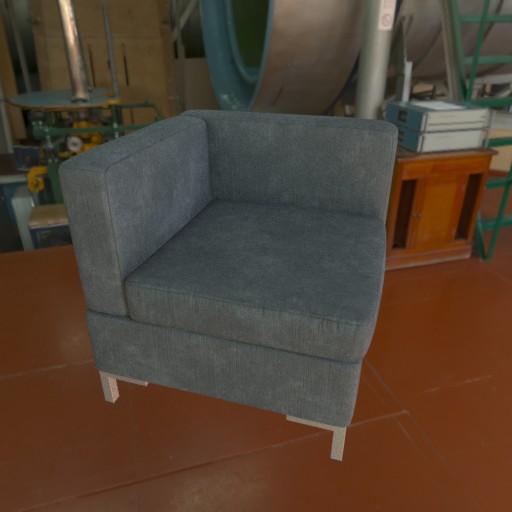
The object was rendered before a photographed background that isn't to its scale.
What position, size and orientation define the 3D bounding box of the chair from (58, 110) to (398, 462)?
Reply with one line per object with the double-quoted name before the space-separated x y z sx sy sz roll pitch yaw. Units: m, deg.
"chair" 0.000 0.000 1.218 0.680 0.660 0.680 8 29 15
